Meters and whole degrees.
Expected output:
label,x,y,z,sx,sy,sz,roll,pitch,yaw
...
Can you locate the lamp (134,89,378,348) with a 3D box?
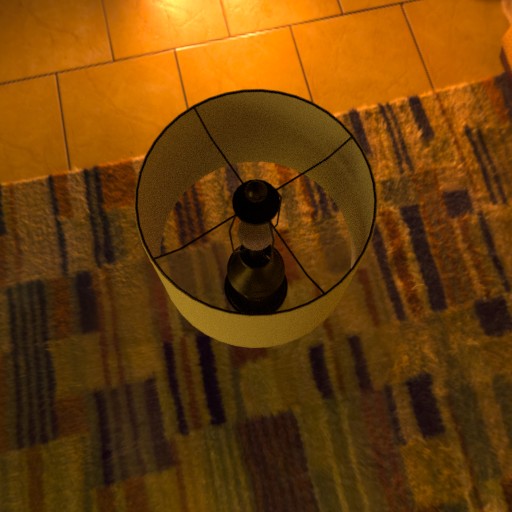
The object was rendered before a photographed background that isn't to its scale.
label,x,y,z,sx,sy,sz,roll,pitch,yaw
lamp,0.000,0.000,0.931,0.383,0.726,0.383,0,76,0
